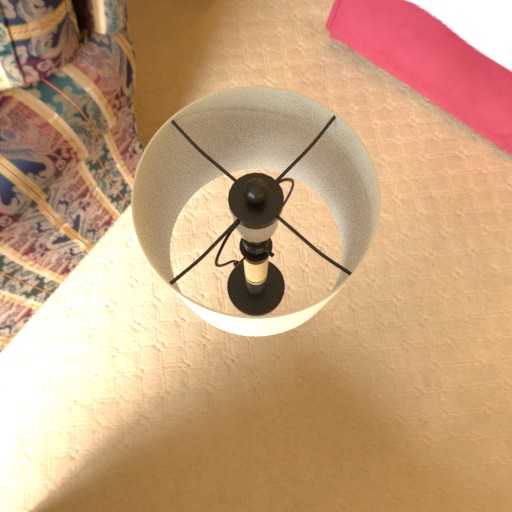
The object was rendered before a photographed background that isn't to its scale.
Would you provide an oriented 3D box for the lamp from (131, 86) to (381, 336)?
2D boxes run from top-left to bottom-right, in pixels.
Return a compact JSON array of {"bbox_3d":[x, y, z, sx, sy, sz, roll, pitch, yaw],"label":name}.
[{"bbox_3d":[0.000,0.000,0.827,0.305,0.640,0.305,0,75,0],"label":"lamp"}]
